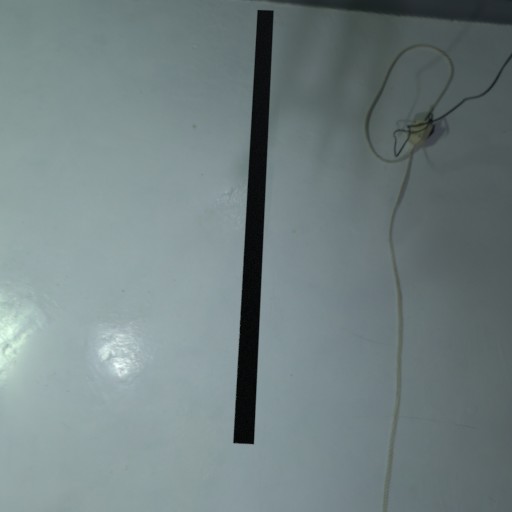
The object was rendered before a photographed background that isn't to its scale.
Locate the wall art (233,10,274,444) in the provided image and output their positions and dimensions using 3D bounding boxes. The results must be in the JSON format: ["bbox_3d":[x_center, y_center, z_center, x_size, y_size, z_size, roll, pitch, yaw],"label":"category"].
[{"bbox_3d":[0.000,0.000,1.126,0.031,0.775,0.773,3,76,1],"label":"wall art"}]
